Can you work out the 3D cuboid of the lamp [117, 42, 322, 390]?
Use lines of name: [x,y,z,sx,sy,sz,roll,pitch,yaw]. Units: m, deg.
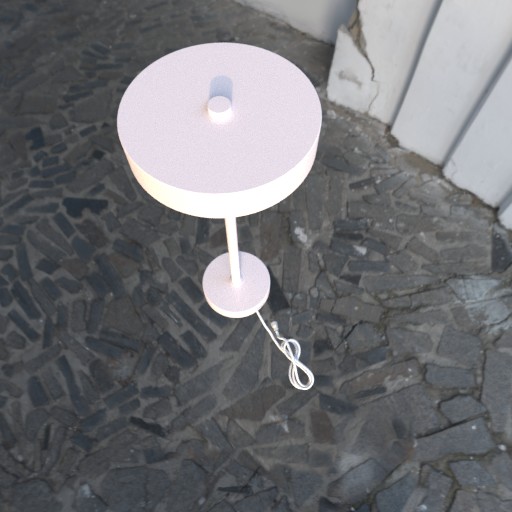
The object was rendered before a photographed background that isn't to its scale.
lamp: [0.000,0.000,0.689,0.229,0.508,0.369,-32,67,-15]
